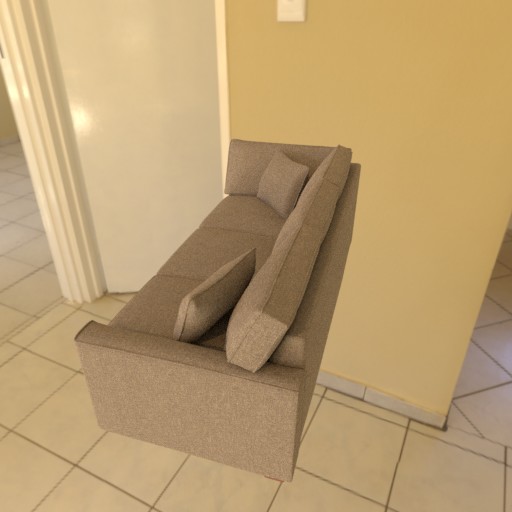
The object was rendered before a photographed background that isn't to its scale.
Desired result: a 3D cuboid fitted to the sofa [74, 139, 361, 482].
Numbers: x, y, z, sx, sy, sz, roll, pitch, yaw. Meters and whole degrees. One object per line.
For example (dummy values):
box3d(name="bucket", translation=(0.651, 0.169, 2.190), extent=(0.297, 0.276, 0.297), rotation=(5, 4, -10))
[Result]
box3d(name="sofa", translation=(0.000, 0.000, 2.817), extent=(1.061, 0.962, 2.317), rotation=(9, 32, 15))
